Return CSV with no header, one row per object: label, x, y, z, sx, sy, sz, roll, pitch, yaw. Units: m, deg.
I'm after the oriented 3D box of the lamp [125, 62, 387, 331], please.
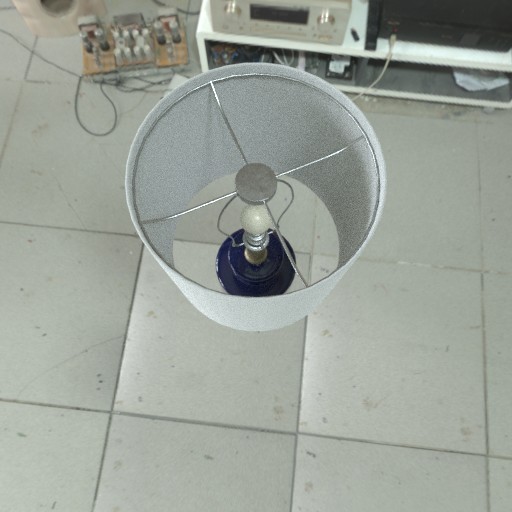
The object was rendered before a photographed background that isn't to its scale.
lamp,0.000,0.000,0.595,0.212,0.493,0.212,-22,75,-6
